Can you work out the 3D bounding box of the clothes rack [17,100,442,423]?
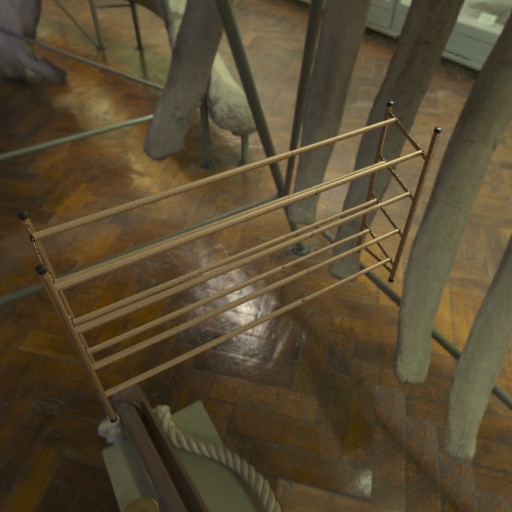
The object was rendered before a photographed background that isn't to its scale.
[{"bbox_3d":[0.000,0.000,1.410,1.168,0.672,0.229,-22,48,-21],"label":"clothes rack"}]
